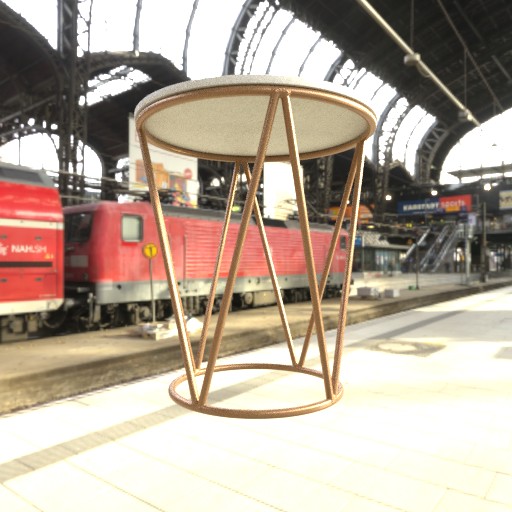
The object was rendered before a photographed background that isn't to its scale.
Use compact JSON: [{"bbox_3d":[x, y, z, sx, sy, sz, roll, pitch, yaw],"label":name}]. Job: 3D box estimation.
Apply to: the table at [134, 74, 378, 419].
[{"bbox_3d":[0.000,0.000,0.940,0.500,0.564,0.500,0,-1,0],"label":"table"}]
